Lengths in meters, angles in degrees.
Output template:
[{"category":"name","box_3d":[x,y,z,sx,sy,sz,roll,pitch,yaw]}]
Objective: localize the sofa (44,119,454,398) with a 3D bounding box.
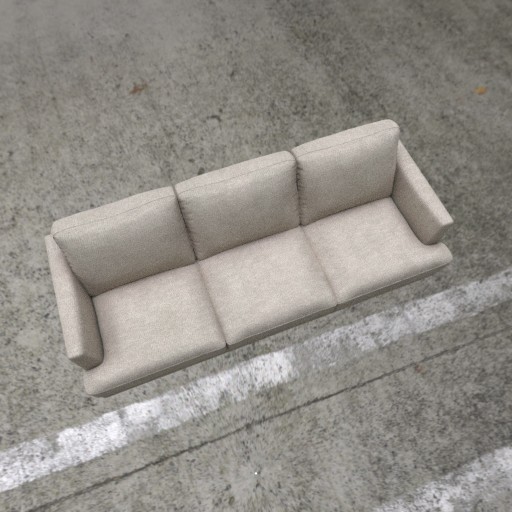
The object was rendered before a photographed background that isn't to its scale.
[{"category":"sofa","box_3d":[0.000,0.000,2.666,2.246,0.930,0.903,-19,65,-9]}]
